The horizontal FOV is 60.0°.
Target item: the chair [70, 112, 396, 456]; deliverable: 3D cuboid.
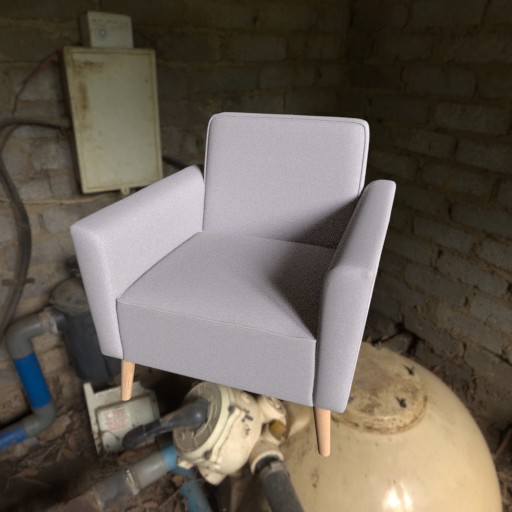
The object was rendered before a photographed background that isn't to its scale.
[{"bbox_3d":[0.000,0.000,1.412,0.780,0.780,0.750,8,26,17],"label":"chair"}]
